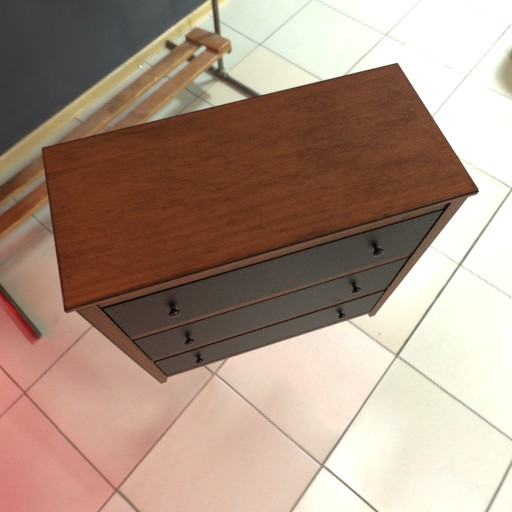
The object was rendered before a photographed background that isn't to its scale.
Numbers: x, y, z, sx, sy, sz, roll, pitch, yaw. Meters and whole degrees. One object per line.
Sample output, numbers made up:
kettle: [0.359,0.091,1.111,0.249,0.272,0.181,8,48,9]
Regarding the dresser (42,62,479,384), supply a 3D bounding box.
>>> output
dresser: [0.000,0.000,1.920,1.250,1.224,0.591,-16,66,-8]
